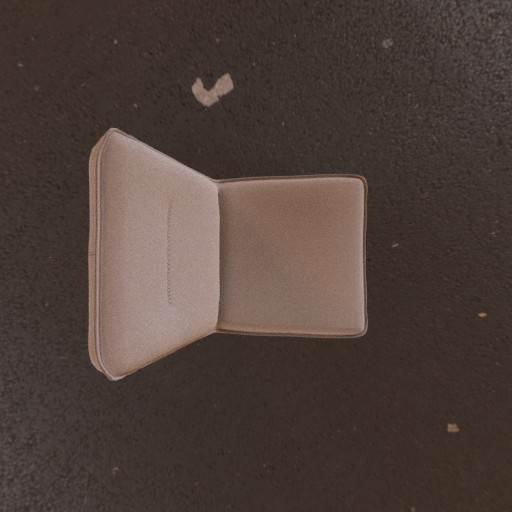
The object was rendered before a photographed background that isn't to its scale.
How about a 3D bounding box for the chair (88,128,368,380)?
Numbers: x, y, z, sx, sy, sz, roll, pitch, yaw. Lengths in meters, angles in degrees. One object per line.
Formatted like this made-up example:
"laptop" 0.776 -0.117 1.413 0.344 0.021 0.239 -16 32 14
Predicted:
"chair" 0.000 0.000 1.339 0.688 0.930 0.515 0 90 0
